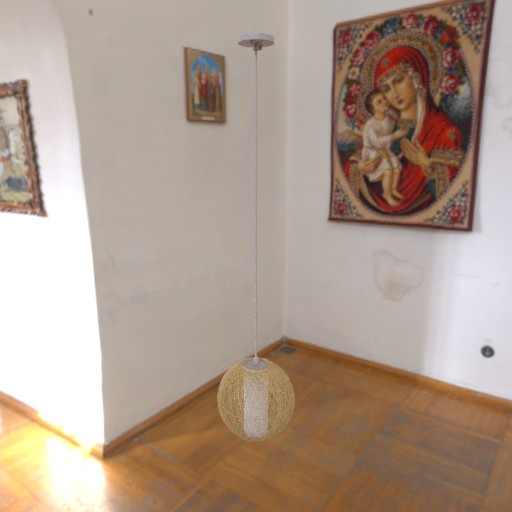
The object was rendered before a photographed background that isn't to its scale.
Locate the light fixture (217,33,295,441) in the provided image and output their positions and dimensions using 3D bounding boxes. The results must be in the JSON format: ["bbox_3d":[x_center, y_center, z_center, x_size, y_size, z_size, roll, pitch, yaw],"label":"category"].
[{"bbox_3d":[0.000,0.000,2.160,0.406,1.955,0.407,-2,14,-8],"label":"light fixture"}]
